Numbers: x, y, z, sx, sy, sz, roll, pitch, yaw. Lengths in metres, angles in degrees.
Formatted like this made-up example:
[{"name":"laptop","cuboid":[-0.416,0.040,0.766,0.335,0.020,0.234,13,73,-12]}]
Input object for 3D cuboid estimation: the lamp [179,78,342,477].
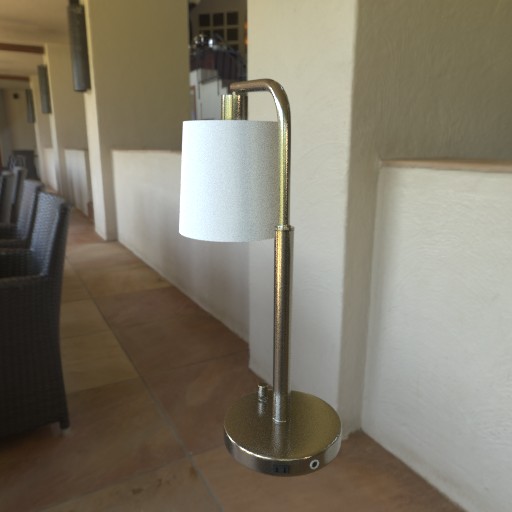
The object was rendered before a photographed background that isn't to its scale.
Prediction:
[{"name":"lamp","cuboid":[0.000,0.000,0.642,0.171,0.489,0.333,-7,15,-25]}]
